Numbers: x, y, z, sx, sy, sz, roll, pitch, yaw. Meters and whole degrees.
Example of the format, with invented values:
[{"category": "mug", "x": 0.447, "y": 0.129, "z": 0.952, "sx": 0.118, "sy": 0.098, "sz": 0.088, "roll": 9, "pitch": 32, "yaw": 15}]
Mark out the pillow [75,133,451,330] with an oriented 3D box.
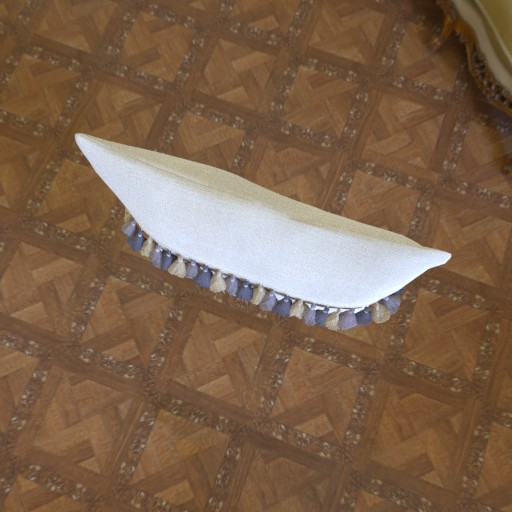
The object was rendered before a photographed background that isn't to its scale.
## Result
[{"category": "pillow", "x": 0.000, "y": 0.000, "z": 0.742, "sx": 0.489, "sy": 0.481, "sz": 0.165, "roll": 19, "pitch": 77, "yaw": 5}]
